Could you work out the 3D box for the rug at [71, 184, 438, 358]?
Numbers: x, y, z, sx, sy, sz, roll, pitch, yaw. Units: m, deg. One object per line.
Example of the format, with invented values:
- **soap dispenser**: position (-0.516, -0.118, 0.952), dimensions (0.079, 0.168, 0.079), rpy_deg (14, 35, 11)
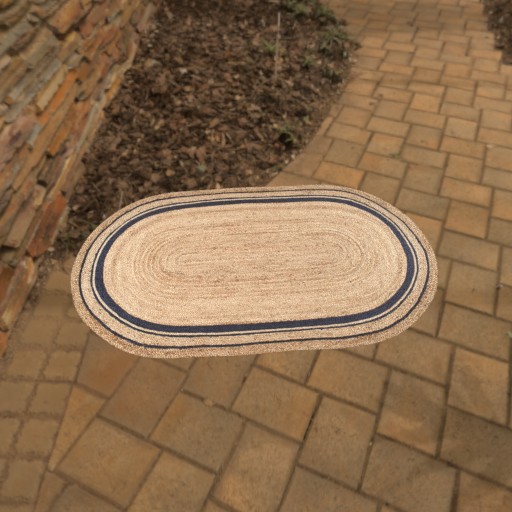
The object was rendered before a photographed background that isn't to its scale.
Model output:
- **rug**: position (0.000, 0.000, 3.005), dimensions (2.432, 0.006, 1.520), rpy_deg (-3, 46, -3)
